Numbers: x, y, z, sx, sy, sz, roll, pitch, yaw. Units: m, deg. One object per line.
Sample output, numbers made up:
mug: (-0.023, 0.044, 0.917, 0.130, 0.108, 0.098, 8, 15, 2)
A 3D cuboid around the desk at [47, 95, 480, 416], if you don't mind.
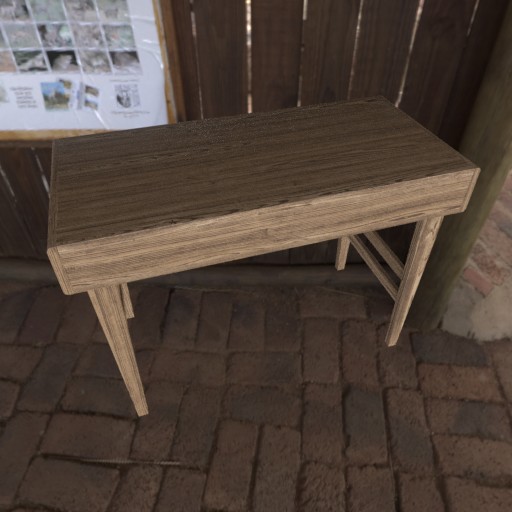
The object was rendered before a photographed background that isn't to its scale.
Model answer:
desk: (0.000, 0.000, 1.459, 1.067, 0.755, 0.508, -12, 43, -13)
